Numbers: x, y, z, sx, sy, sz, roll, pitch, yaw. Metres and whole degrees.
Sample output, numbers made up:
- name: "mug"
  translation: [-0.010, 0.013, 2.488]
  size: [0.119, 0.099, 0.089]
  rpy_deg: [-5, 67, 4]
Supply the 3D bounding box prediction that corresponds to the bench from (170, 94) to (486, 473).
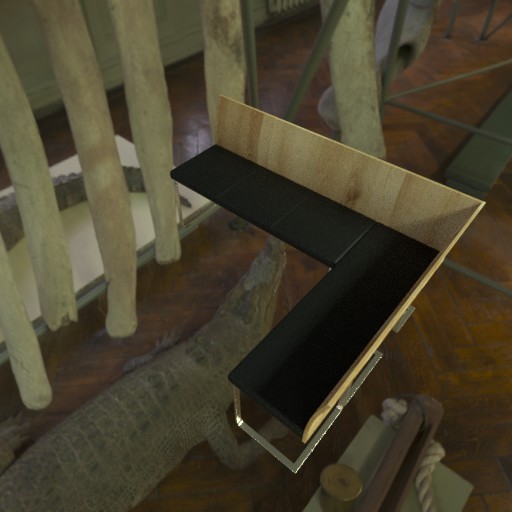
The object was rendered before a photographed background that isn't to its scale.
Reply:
- name: "bench"
  translation: [0.000, 0.000, 2.732]
  size: [1.945, 0.930, 1.495]
  rpy_deg: [31, 53, 27]
